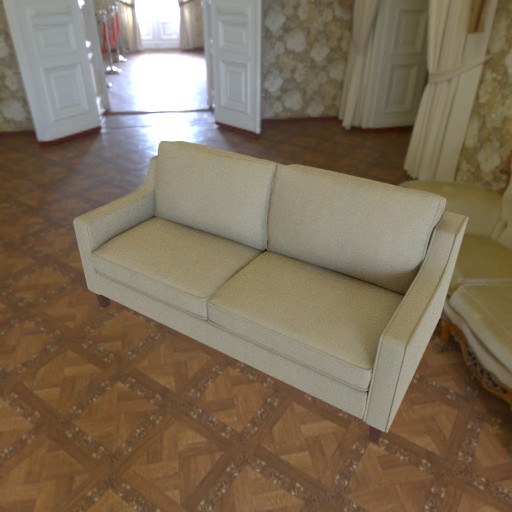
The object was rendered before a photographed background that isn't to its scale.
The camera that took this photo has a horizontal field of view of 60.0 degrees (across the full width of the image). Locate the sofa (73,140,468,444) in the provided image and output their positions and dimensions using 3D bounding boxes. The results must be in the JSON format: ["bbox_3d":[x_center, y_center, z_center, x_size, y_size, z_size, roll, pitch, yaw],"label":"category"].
[{"bbox_3d":[0.000,0.000,2.805,2.178,1.071,1.066,19,36,28],"label":"sofa"}]
